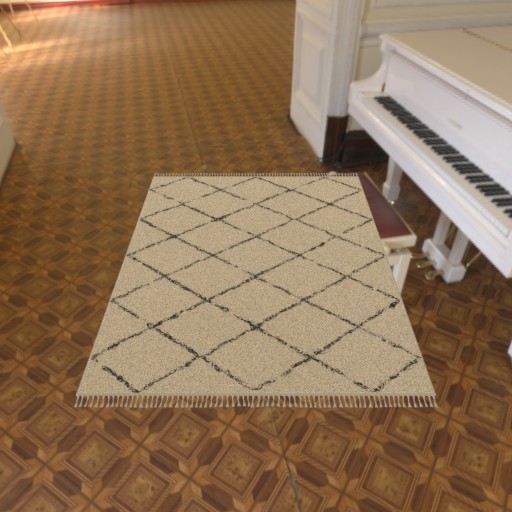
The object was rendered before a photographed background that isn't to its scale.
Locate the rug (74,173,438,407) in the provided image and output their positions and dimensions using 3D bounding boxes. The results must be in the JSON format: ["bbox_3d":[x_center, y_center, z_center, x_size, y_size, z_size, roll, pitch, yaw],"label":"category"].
[{"bbox_3d":[0.000,0.000,4.033,2.380,0.013,3.051,0,40,0],"label":"rug"}]
